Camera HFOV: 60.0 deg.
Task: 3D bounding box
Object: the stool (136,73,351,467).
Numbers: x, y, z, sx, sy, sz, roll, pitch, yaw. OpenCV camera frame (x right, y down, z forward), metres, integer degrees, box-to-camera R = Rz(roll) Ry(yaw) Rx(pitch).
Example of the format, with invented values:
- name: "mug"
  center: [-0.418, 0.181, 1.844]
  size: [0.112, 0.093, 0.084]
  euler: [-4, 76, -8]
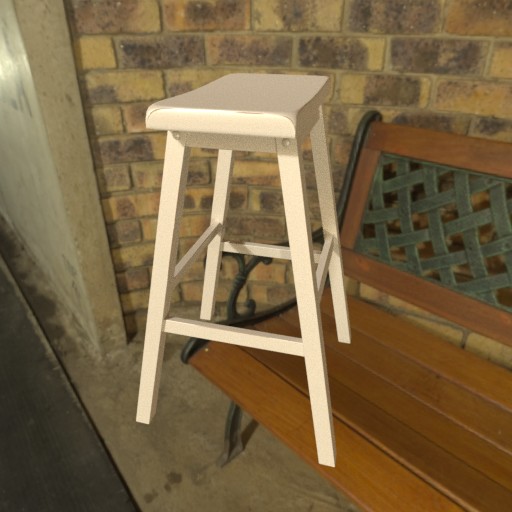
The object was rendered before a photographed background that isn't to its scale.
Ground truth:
- name: "stool"
  center: [0.000, 0.000, 1.030]
  size: [0.476, 0.737, 0.457]
  euler: [7, 30, 13]
